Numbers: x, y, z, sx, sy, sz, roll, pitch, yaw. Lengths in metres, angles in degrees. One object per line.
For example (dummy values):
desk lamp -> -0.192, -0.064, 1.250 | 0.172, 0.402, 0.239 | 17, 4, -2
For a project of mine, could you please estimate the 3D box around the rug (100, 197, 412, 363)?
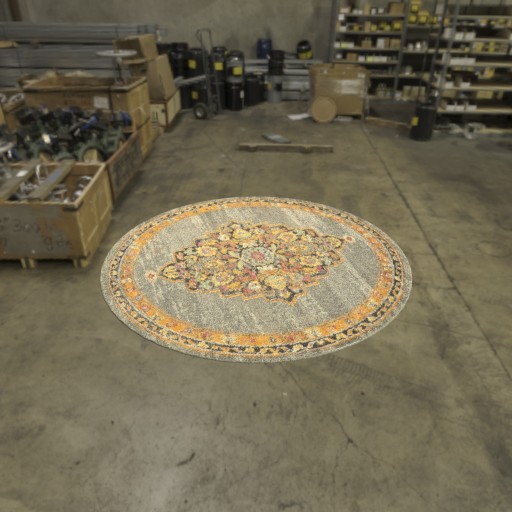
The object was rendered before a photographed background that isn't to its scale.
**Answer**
rug -> 0.000, 0.000, 2.371 | 1.598, 0.010, 1.598 | 0, 31, 0
